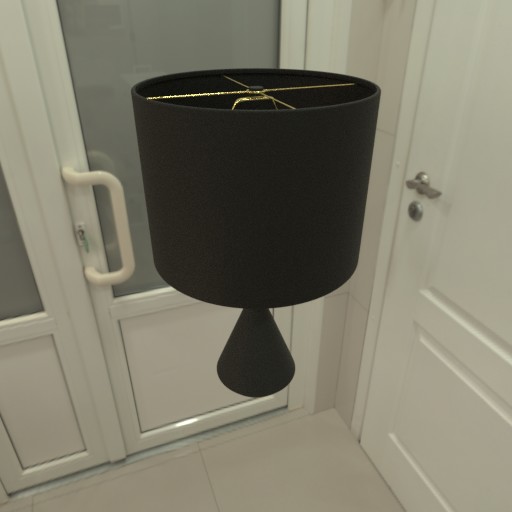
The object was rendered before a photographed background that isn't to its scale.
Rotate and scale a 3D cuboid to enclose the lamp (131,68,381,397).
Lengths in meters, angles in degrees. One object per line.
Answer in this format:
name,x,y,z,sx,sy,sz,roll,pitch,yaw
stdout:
lamp,0.000,0.000,0.799,0.359,0.584,0.359,-11,32,-18
